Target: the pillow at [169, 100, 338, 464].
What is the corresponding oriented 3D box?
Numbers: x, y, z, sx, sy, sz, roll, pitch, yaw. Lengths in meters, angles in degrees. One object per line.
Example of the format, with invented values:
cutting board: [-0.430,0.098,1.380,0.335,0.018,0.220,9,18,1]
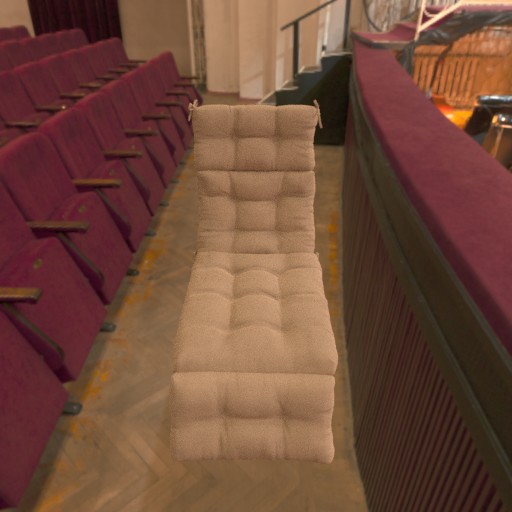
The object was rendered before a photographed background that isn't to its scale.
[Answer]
pillow: [0.000,0.000,1.519,0.526,0.863,1.016,0,30,1]
